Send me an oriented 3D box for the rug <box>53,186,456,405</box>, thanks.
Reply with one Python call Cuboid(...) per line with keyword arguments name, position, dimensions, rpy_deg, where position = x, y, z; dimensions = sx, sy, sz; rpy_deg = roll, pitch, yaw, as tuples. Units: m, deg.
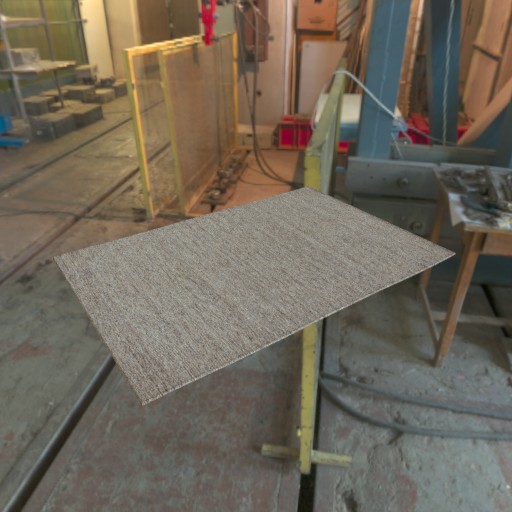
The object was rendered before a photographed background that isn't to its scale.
Cuboid(name="rug", position=(0.000, 0.000, 3.023), dimensions=(2.283, 0.013, 1.547), rpy_deg=(-19, 35, -30))
